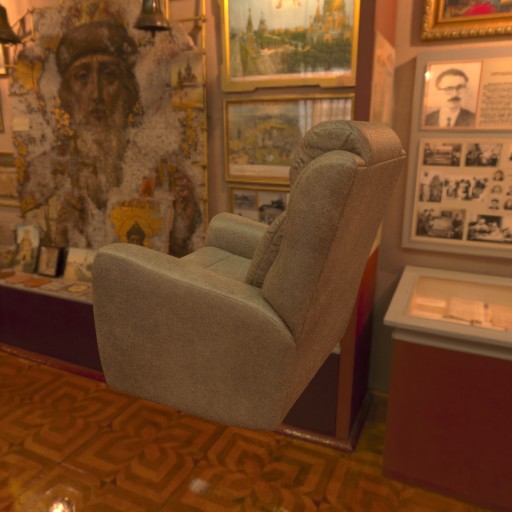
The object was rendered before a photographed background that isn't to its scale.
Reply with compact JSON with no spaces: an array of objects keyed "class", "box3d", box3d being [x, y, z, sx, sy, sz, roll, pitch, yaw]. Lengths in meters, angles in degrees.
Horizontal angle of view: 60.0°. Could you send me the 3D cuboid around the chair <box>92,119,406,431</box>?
[{"class":"chair","box3d":[0.000,0.000,1.927,1.068,1.116,0.965,8,17,26]}]
